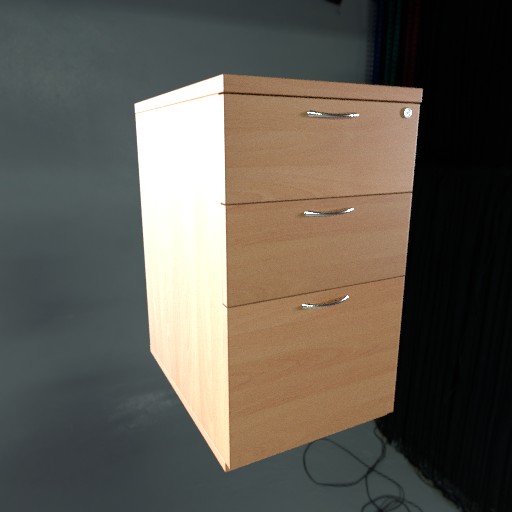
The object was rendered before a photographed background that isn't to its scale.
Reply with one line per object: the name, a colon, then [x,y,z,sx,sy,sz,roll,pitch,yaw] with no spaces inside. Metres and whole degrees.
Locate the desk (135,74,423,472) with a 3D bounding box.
desk: [0.000,0.000,1.077,0.404,0.730,0.600,-7,16,-26]
